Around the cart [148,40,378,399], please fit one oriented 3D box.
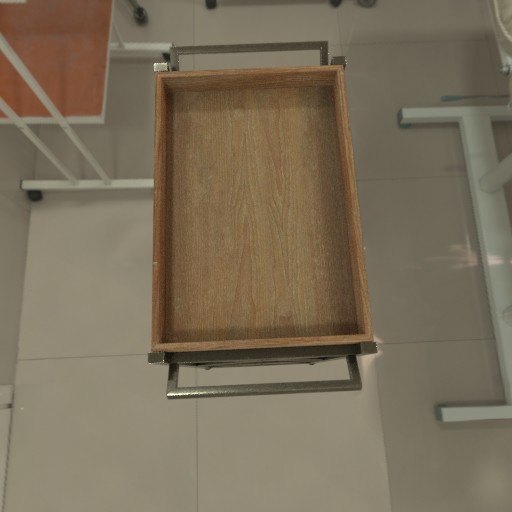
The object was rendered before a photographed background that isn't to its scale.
[{"bbox_3d":[0.000,0.000,1.182,0.377,0.835,0.673,-3,75,-1],"label":"cart"}]
